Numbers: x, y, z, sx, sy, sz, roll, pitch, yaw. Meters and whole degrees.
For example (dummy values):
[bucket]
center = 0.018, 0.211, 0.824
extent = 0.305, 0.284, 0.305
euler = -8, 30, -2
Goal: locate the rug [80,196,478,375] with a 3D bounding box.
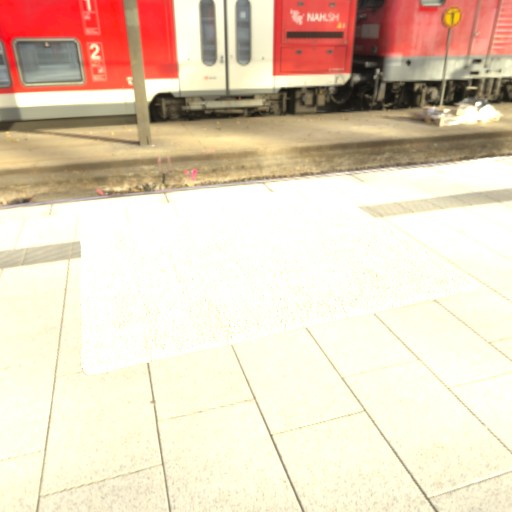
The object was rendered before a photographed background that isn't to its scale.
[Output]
[rug]
center = 0.000, 0.000, 2.140
extent = 1.600, 0.027, 1.200
euler = -9, 28, -17
